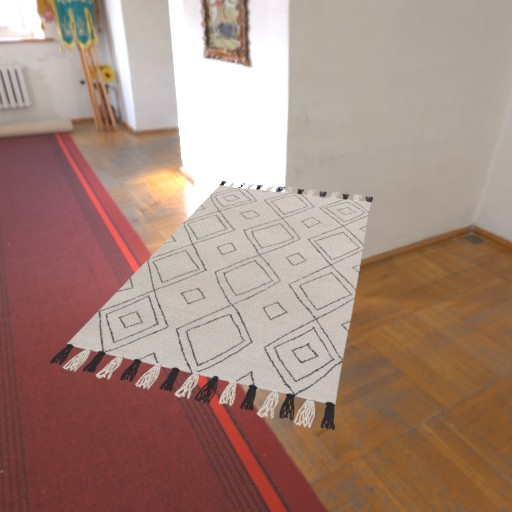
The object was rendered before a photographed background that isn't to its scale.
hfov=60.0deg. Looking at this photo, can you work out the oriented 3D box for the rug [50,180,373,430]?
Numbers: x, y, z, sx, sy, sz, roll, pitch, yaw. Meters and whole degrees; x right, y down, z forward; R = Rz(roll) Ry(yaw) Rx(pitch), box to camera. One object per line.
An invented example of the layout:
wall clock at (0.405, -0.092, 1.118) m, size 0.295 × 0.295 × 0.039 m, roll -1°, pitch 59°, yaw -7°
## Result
rug at (0.000, 0.000, 3.276) m, size 1.524 × 0.021 × 2.755 m, roll 9°, pitch 32°, yaw 14°
